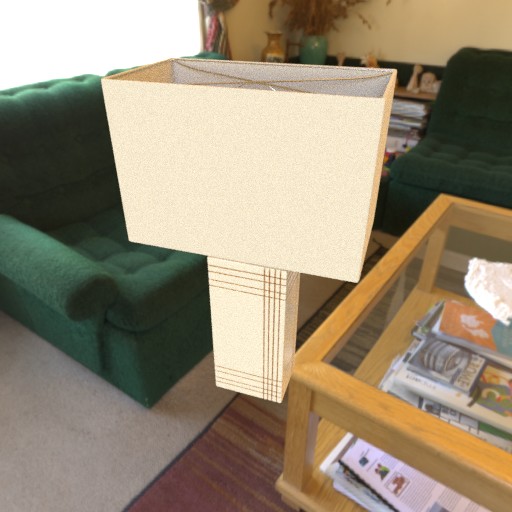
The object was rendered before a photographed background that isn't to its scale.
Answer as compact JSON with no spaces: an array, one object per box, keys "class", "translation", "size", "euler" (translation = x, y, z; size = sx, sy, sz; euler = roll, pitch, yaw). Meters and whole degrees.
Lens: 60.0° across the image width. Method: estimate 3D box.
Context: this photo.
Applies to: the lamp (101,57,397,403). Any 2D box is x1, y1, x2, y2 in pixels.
[{"class":"lamp","translation":[0.000,0.000,0.702],"size":[0.334,0.543,0.182],"euler":[10,33,16]}]
